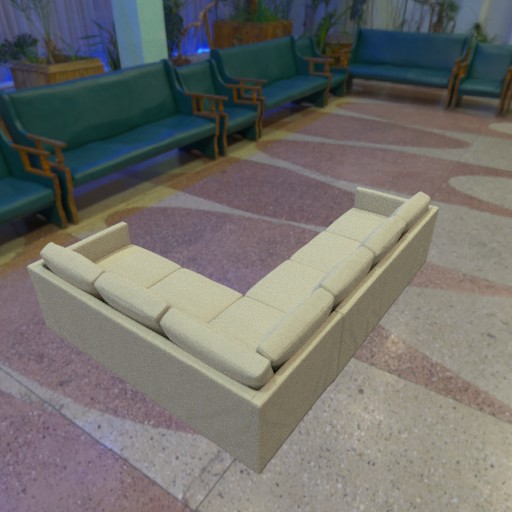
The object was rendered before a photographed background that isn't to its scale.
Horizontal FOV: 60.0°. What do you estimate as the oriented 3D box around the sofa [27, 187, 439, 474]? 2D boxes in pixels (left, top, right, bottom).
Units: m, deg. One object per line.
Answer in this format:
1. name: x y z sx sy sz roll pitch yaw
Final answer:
1. sofa: 0.000 0.000 4.289 2.432 0.871 3.182 22 38 30
